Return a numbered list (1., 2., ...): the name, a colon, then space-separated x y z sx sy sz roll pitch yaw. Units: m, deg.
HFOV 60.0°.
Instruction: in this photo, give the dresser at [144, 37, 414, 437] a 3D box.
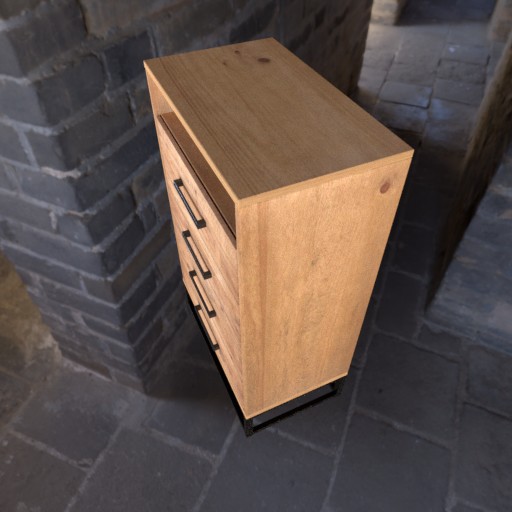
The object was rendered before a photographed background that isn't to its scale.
1. dresser: 0.000 0.000 1.658 0.479 1.240 0.761 -18 49 -17
